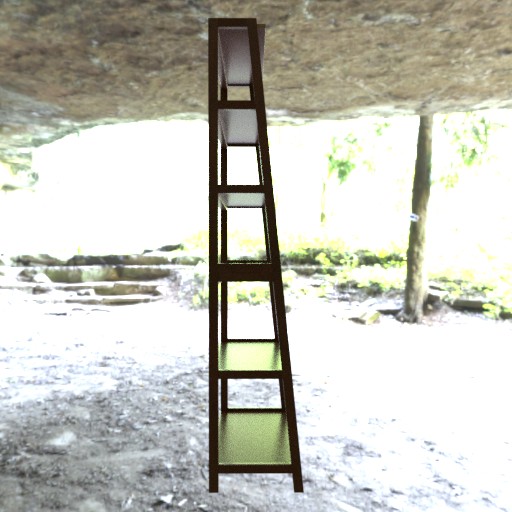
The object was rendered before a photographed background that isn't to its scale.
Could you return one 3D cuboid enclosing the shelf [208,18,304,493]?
[{"bbox_3d":[0.000,0.000,2.093,0.382,1.892,0.660,0,1,0],"label":"shelf"}]
